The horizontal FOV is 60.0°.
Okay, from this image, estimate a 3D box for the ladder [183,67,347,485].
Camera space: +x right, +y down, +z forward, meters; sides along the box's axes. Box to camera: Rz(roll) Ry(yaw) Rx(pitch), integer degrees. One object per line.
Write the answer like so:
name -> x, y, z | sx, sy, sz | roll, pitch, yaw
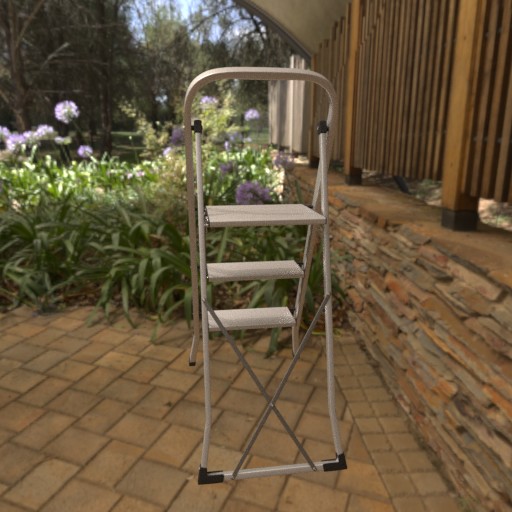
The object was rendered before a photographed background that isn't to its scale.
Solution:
ladder -> 0.000, 0.000, 1.406 | 0.465, 1.070, 0.704 | -2, 15, -8
